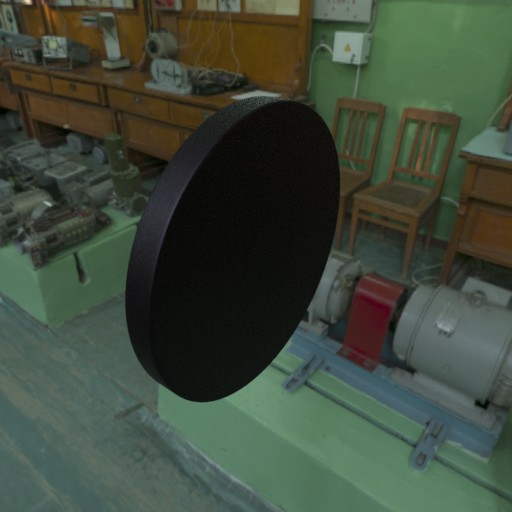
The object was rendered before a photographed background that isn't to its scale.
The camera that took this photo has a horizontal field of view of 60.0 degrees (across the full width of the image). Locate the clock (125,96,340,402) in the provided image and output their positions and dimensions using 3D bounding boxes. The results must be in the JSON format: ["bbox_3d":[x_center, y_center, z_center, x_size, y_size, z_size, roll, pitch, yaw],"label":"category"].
[{"bbox_3d":[0.000,0.000,0.462,0.029,0.314,0.314,22,38,31],"label":"clock"}]
